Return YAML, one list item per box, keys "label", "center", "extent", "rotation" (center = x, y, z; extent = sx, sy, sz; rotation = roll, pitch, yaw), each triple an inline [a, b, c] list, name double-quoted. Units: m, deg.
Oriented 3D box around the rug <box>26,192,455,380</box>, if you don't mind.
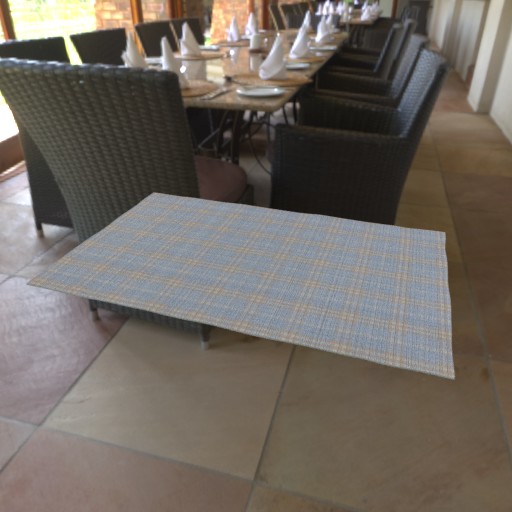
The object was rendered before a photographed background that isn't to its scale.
- label: "rug"
  center: [0.000, 0.000, 3.000]
  extent: [2.460, 0.016, 1.545]
  rotation: [10, 32, 16]
